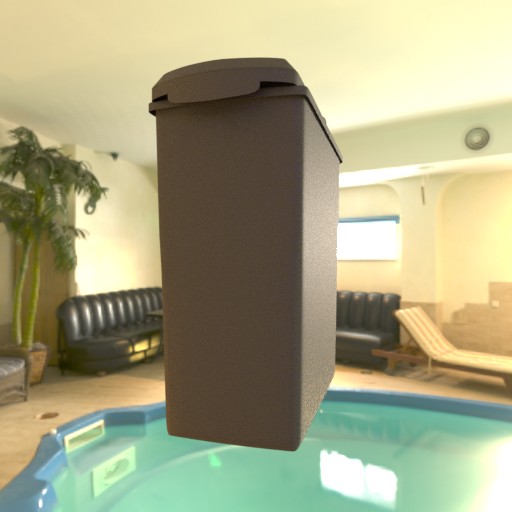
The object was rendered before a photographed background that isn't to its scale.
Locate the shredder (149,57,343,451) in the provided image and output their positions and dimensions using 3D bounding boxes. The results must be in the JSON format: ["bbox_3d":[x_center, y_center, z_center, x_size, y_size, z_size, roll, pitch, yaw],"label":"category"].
[{"bbox_3d":[0.000,0.000,0.514,0.170,0.335,0.320,0,0,17],"label":"shredder"}]
